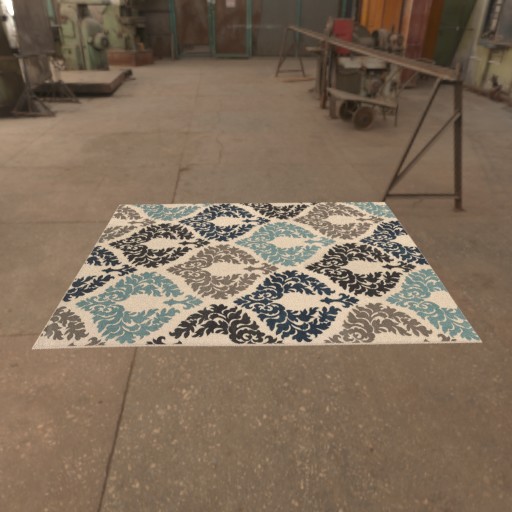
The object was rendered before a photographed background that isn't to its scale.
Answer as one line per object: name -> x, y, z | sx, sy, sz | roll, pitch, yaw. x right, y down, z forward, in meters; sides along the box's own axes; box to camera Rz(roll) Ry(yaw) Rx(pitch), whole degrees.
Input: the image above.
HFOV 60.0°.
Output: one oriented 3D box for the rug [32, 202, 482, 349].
rug -> 0.000, 0.000, 4.020 | 3.040, 0.014, 2.423 | -1, 30, -1
